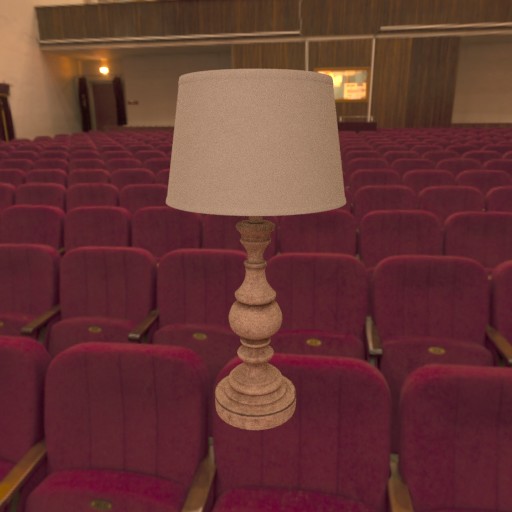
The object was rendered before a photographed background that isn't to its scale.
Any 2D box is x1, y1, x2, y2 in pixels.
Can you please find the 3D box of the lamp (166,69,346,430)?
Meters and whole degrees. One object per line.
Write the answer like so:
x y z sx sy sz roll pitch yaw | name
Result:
0.000 0.000 0.881 0.340 0.678 0.340 0 16 0 | lamp
